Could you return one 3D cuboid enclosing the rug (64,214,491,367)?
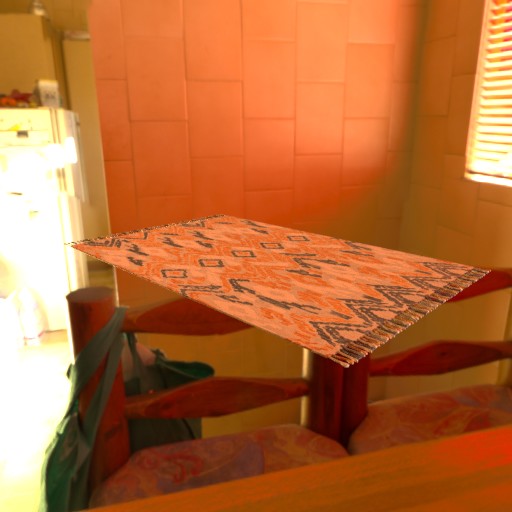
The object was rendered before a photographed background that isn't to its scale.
[{"bbox_3d":[0.000,0.000,2.924,2.428,0.010,1.533,16,23,42],"label":"rug"}]
